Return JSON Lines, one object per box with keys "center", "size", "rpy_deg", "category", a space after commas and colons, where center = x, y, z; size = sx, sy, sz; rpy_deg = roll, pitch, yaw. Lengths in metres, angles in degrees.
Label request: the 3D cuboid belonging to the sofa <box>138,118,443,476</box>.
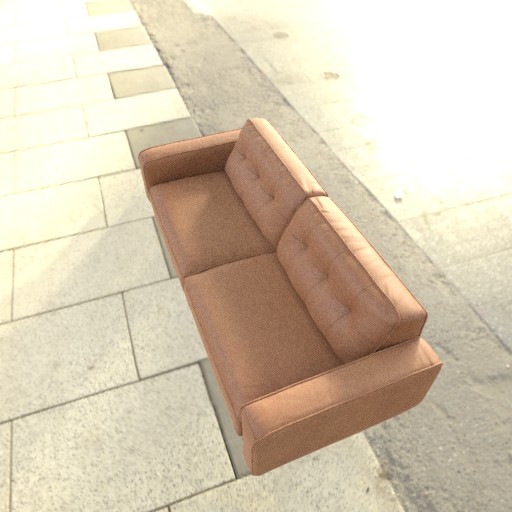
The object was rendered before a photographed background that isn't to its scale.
{"center": [0.000, 0.000, 2.718], "size": [0.953, 0.780, 2.270], "rpy_deg": [-16, 49, -15], "category": "sofa"}
